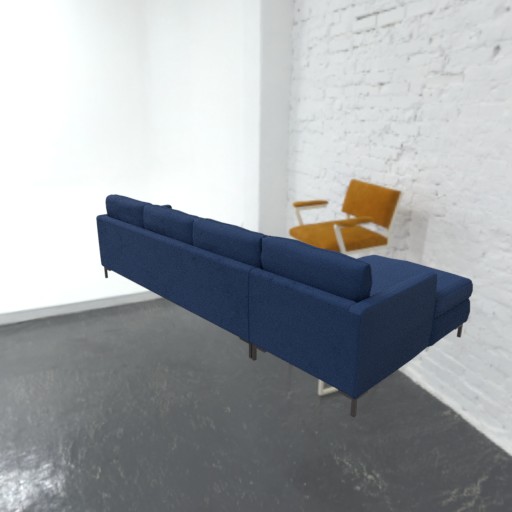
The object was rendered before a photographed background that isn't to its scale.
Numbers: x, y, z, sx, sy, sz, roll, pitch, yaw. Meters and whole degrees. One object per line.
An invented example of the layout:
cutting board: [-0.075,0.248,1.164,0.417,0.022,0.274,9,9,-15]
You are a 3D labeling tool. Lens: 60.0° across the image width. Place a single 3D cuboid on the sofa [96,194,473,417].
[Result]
sofa: [0.000,0.000,2.985,1.128,0.679,2.450,-16,24,-41]
